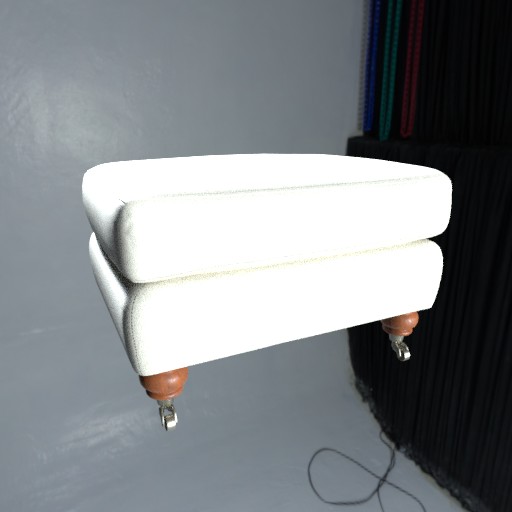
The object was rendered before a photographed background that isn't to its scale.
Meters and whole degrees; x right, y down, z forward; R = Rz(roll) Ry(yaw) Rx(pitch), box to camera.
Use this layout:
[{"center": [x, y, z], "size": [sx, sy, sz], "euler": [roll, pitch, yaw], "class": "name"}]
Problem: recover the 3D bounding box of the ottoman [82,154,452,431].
[{"center": [0.000, 0.000, 1.142], "size": [0.773, 0.499, 0.569], "euler": [-8, 19, -25], "class": "ottoman"}]
